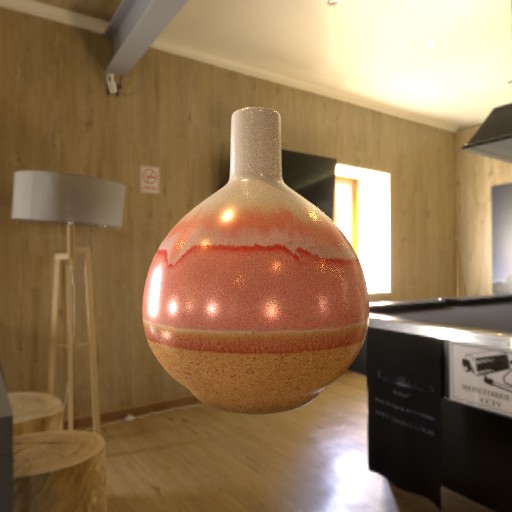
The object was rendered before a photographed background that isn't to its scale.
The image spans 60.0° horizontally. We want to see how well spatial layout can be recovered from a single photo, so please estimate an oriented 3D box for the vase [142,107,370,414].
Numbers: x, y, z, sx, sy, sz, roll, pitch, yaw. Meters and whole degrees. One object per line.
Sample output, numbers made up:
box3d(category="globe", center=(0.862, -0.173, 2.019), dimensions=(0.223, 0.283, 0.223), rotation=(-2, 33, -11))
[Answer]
box3d(category="vase", center=(0.000, 0.000, 0.275), dimensions=(0.137, 0.176, 0.137), rotation=(0, 0, 0))
